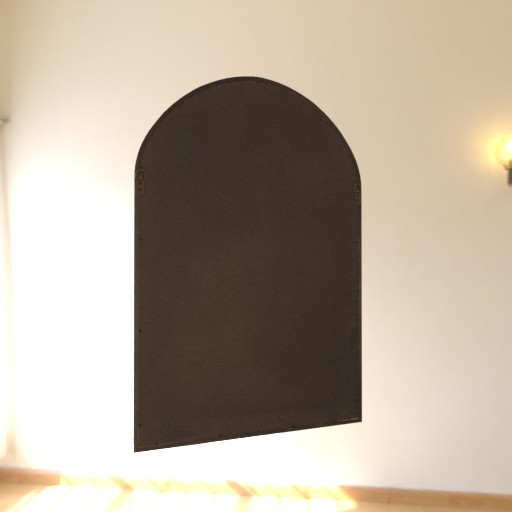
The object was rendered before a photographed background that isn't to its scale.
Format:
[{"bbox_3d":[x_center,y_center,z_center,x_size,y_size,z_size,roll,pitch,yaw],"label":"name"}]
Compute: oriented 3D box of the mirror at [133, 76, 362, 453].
[{"bbox_3d":[0.000,0.000,1.143,0.609,0.915,0.032,0,-1,-19],"label":"mirror"}]
